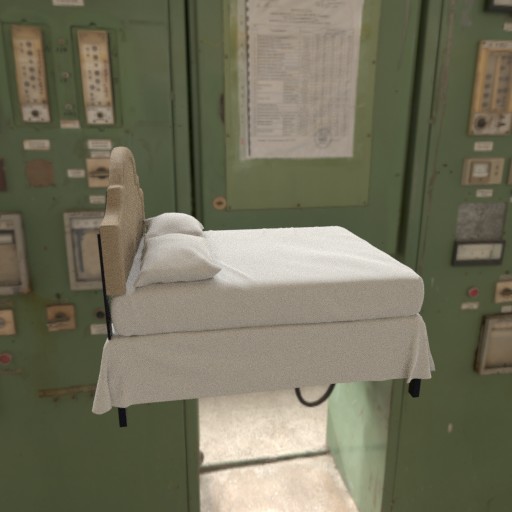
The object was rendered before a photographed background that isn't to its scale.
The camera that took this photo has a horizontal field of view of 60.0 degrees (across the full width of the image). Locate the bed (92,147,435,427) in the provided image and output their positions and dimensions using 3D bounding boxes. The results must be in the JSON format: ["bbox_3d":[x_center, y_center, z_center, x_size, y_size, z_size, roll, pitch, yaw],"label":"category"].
[{"bbox_3d":[0.000,0.000,3.388,2.222,1.634,1.780,-3,17,-9],"label":"bed"}]
